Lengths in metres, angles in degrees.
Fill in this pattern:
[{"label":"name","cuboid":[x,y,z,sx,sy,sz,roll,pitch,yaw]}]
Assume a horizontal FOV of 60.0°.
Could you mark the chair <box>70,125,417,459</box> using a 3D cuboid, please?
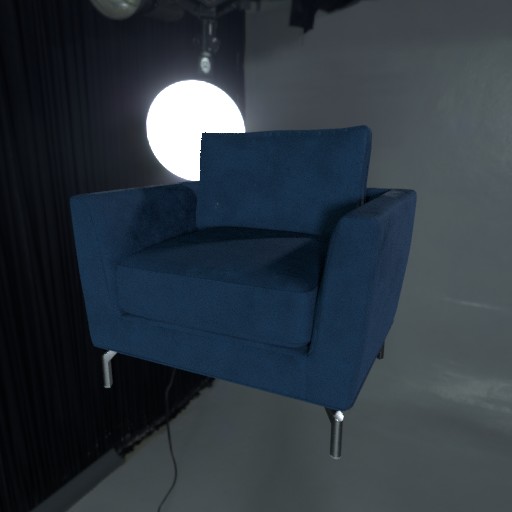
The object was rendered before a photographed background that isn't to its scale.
[{"label":"chair","cuboid":[0.000,0.000,1.571,0.977,0.893,0.746,7,16,25]}]
